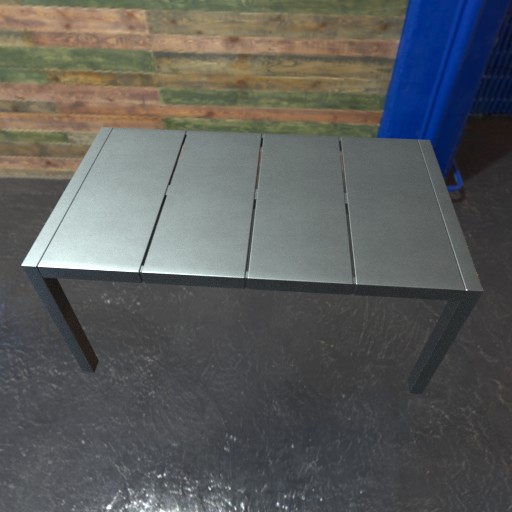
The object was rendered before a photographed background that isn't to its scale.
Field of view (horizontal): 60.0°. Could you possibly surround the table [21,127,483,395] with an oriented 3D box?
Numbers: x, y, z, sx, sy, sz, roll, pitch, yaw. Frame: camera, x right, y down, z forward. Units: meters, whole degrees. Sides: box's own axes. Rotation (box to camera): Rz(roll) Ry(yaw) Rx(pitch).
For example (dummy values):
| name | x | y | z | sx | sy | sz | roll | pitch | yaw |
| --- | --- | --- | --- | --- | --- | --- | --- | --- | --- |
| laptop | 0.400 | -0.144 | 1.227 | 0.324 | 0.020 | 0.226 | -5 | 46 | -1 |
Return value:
| name | x | y | z | sx | sy | sz | roll | pitch | yaw |
| --- | --- | --- | --- | --- | --- | --- | --- | --- | --- |
| table | 0.000 | 0.000 | 1.275 | 0.965 | 0.460 | 0.559 | 3 | 47 | 3 |
